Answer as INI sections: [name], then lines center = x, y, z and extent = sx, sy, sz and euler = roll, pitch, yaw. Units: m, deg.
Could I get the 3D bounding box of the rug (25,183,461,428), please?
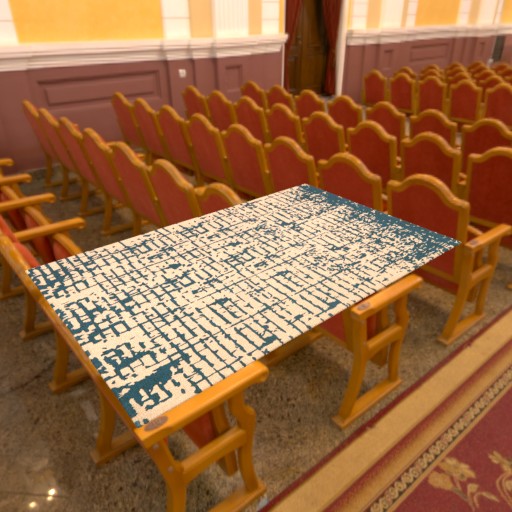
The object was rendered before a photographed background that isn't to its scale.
[rug]
center = 0.000, 0.000, 2.894
extent = 2.435, 0.011, 1.517
euler = -22, 36, -34
